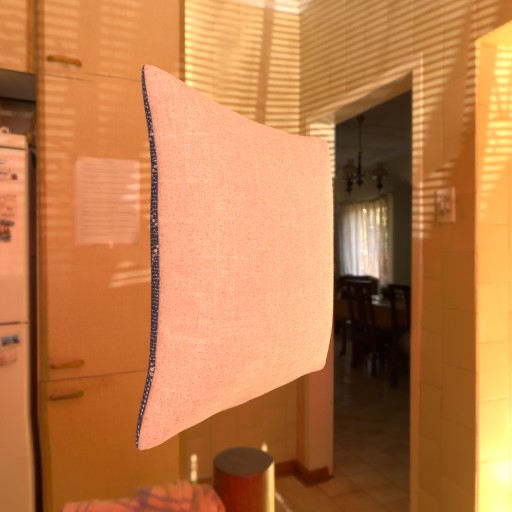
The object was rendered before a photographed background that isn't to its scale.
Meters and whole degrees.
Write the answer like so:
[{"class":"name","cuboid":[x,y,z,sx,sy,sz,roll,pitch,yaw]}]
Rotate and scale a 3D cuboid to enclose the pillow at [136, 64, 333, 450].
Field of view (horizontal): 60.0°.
[{"class":"pillow","cuboid":[0.000,0.000,0.662,0.148,0.428,0.435,0,1,36]}]
